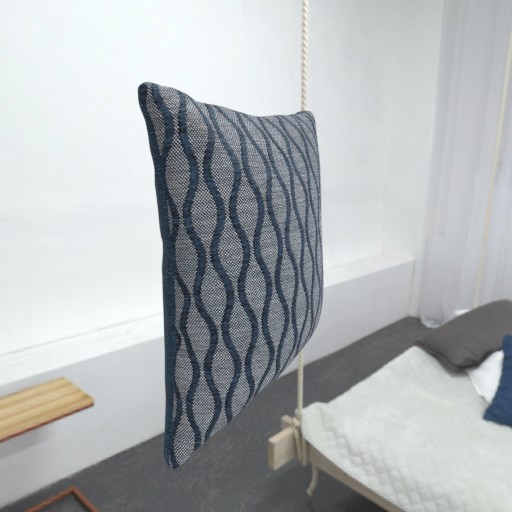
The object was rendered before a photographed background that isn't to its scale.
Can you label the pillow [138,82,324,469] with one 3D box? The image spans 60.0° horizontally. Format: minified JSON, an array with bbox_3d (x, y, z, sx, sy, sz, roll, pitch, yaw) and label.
[{"bbox_3d":[0.000,0.000,0.646,0.159,0.435,0.435,7,15,26],"label":"pillow"}]
